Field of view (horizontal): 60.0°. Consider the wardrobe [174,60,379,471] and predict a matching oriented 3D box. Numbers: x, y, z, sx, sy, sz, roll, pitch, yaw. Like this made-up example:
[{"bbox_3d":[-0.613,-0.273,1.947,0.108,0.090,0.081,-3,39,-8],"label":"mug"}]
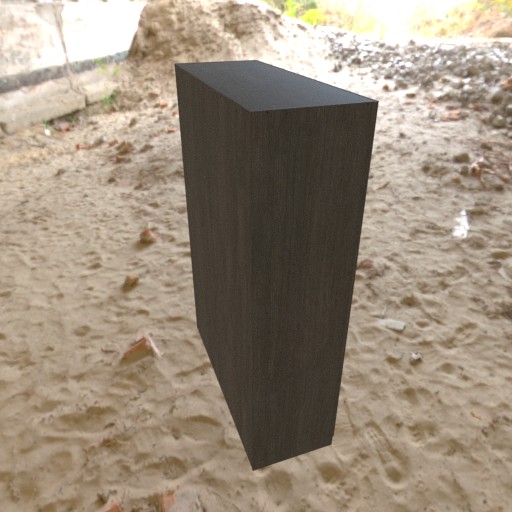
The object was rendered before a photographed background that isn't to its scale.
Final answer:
[{"bbox_3d":[0.000,0.000,2.536,0.510,1.910,1.290,-10,32,-17],"label":"wardrobe"}]
